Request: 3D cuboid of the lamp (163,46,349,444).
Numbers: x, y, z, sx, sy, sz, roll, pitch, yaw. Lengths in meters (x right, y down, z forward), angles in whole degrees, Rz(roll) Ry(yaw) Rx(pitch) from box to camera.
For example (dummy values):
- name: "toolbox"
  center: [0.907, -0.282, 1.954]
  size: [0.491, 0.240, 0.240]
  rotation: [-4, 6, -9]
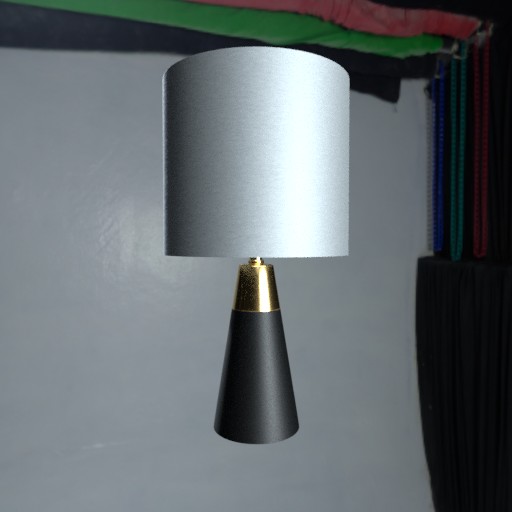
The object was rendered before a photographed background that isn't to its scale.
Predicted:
- name: "lamp"
  center: [0.000, 0.000, 0.754]
  size: [0.308, 0.580, 0.308]
  rotation: [-1, 2, -17]
